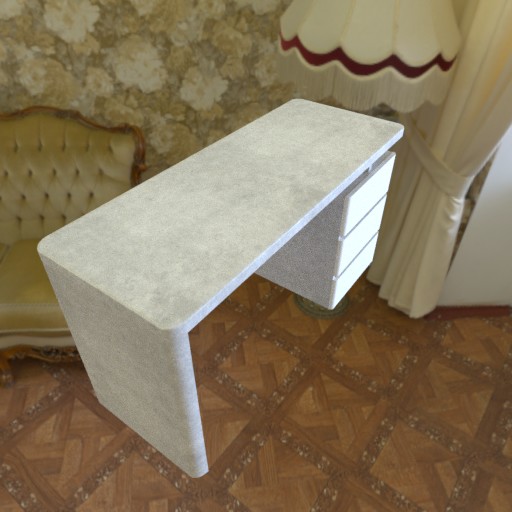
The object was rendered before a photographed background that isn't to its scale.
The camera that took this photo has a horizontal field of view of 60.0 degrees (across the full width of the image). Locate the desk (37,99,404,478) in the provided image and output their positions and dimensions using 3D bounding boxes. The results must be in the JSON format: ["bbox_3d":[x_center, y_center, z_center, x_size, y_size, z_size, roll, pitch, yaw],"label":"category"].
[{"bbox_3d":[0.000,0.000,1.790,0.550,0.755,1.400,25,46,27],"label":"desk"}]
